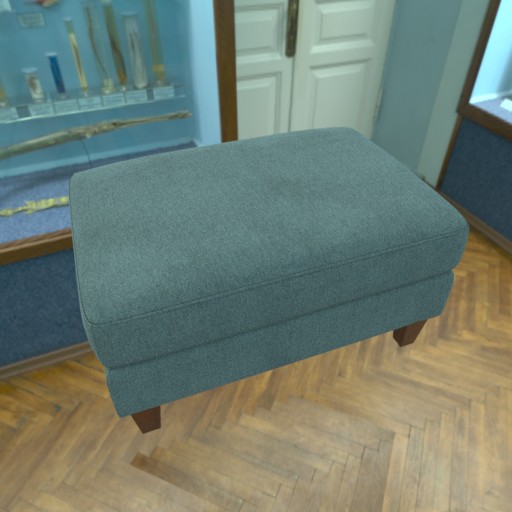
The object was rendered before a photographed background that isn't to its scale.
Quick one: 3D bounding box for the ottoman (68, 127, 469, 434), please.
[{"bbox_3d":[0.000,0.000,1.188,0.864,0.483,0.584,-14,42,-16],"label":"ottoman"}]
